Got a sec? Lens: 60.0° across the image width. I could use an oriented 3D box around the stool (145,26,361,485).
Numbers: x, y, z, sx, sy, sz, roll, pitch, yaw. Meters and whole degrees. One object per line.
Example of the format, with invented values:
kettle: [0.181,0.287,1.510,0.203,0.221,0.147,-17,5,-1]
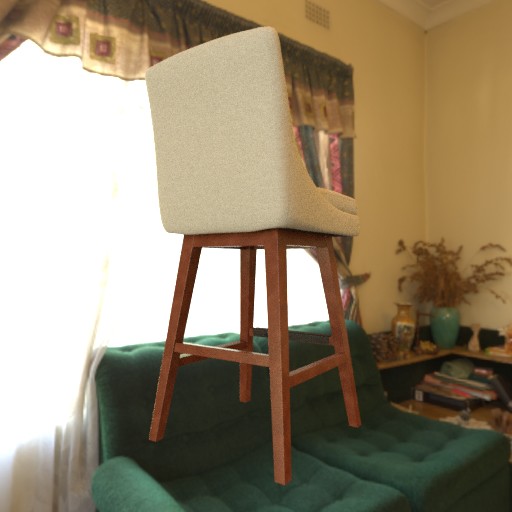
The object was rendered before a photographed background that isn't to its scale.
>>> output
stool: [0.000,0.000,1.363,0.470,1.092,0.559,0,-1,35]
